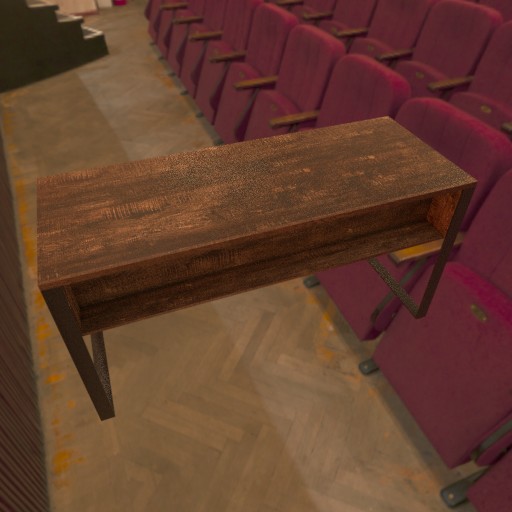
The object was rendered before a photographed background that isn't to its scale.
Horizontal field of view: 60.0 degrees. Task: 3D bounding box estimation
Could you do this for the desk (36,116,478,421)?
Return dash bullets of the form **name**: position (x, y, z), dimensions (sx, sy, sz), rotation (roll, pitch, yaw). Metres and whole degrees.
- **desk**: position (0.000, 0.000, 1.897), dimensions (1.524, 0.762, 0.599), rotation (-14, 44, -15)
